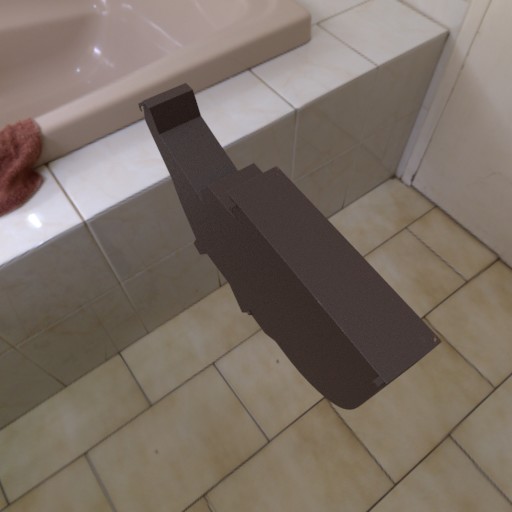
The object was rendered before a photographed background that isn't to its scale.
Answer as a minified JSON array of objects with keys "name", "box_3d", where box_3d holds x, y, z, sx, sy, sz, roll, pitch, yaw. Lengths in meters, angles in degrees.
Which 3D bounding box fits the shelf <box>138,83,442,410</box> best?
[{"name":"shelf","box_3d":[0.000,0.000,0.925,0.112,0.439,0.729,-30,63,-17]}]
